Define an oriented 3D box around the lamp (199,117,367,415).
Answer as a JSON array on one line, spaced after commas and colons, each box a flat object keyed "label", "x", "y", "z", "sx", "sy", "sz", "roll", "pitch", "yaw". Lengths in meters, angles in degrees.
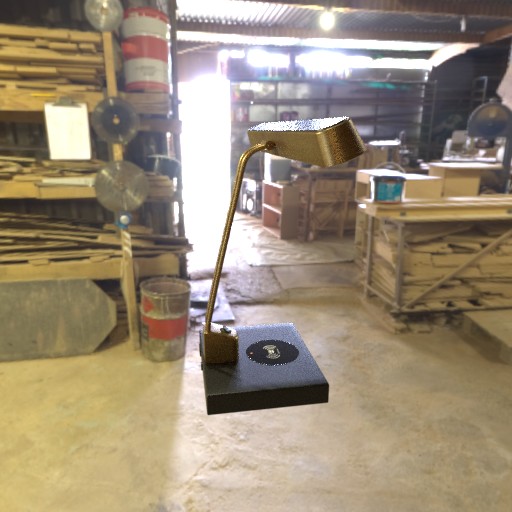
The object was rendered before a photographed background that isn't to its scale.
[{"label": "lamp", "x": 0.000, "y": 0.000, "z": 0.591, "sx": 0.156, "sy": 0.345, "sz": 0.412, "roll": -3, "pitch": 16, "yaw": -9}]
